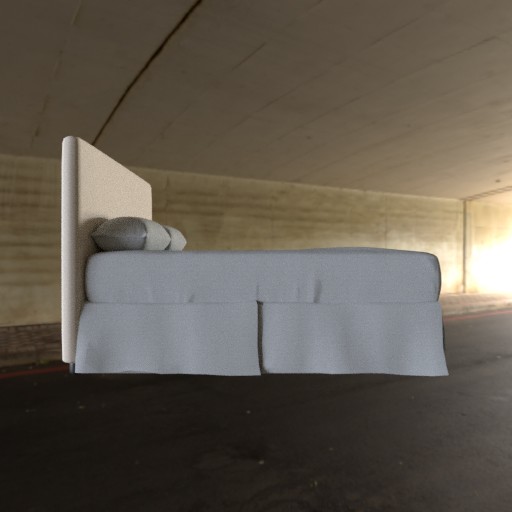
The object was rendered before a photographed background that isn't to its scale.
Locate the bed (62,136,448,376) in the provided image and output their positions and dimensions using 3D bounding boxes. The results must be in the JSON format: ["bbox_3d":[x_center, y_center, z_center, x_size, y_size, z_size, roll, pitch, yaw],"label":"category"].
[{"bbox_3d":[0.000,0.000,3.228,2.142,1.330,1.748,0,0,0],"label":"bed"}]
